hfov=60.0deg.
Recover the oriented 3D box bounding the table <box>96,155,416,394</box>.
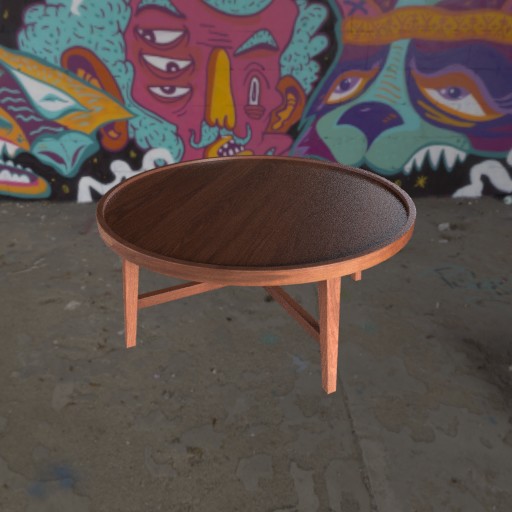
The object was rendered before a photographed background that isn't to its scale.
[{"bbox_3d":[0.000,0.000,1.245,0.800,0.360,0.800,0,28,0],"label":"table"}]
